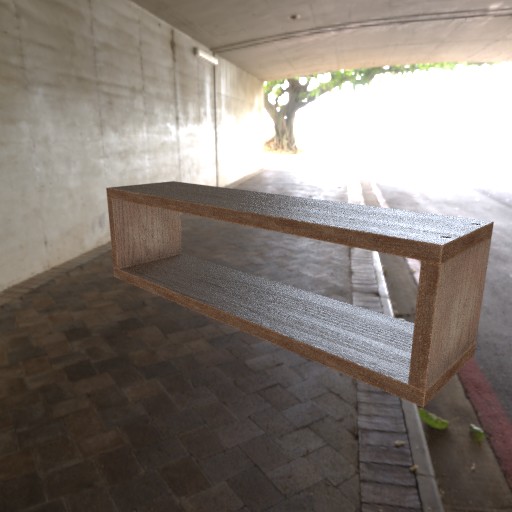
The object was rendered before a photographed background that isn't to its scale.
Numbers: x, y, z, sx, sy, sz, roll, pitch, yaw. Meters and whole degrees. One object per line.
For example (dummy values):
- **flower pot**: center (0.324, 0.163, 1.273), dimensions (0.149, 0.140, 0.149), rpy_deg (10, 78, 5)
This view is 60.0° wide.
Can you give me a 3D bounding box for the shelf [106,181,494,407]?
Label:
- **shelf**: center (0.000, 0.000, 0.680), dimensions (0.610, 0.170, 0.150), rpy_deg (14, 21, 41)
